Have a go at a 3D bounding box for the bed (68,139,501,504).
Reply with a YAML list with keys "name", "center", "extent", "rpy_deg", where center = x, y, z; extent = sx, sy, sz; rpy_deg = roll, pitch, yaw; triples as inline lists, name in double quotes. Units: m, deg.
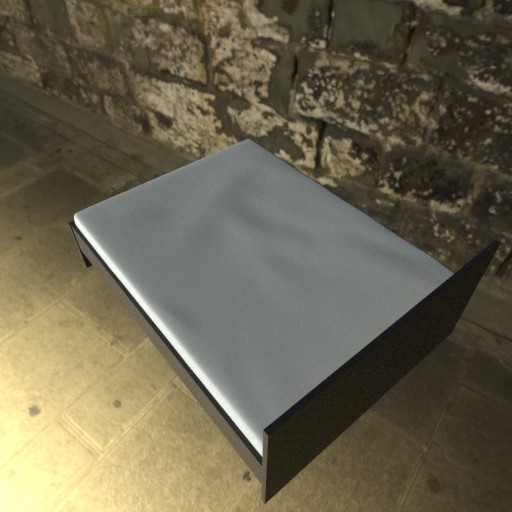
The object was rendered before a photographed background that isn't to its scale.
- name: "bed"
  center: [0.000, 0.000, 2.792]
  extent: [1.585, 0.823, 2.073]
  rpy_deg: [-30, 53, -26]
